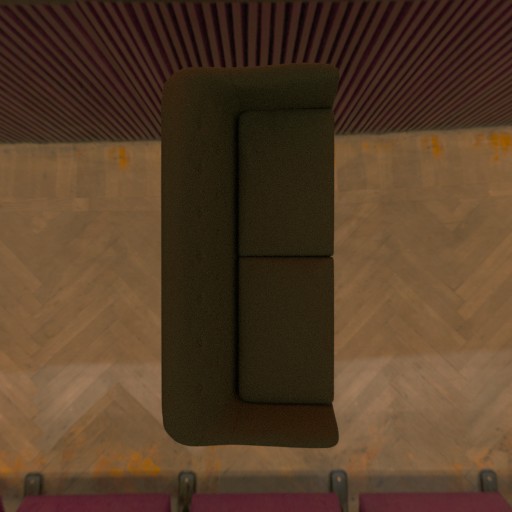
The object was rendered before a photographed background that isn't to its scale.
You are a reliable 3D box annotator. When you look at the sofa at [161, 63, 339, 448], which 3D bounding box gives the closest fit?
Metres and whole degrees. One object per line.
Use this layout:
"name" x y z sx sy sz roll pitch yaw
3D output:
"sofa" 0.000 0.000 2.285 0.820 0.836 1.840 0 90 0
